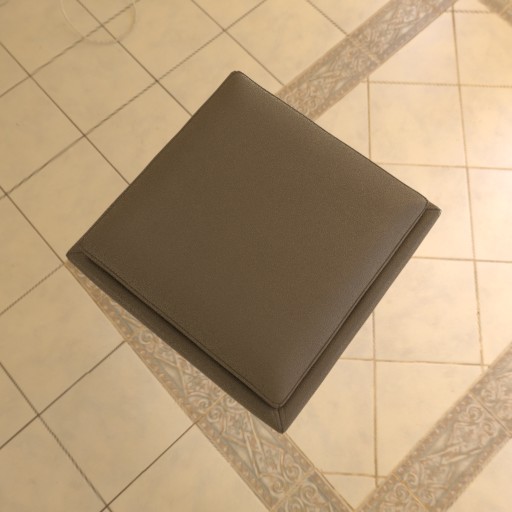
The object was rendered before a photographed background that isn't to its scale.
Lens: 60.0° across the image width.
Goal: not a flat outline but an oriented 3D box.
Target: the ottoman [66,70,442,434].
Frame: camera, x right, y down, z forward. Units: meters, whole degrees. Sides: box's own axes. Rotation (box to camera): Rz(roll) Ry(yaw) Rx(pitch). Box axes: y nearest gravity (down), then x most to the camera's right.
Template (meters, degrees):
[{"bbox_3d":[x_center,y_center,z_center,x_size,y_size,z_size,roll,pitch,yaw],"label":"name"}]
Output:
[{"bbox_3d":[0.000,0.000,0.858,0.450,0.460,0.451,37,79,9],"label":"ottoman"}]
